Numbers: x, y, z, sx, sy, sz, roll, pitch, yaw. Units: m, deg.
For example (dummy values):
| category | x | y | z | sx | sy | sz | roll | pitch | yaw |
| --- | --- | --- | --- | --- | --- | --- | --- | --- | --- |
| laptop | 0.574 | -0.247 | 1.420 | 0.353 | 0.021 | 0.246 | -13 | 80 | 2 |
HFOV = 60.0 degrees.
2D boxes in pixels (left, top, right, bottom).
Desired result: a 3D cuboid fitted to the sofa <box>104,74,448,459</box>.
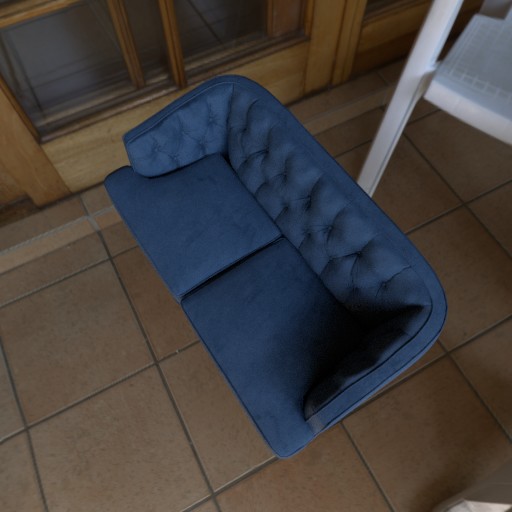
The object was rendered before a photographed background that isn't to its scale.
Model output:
| category | x | y | z | sx | sy | sz | roll | pitch | yaw |
| --- | --- | --- | --- | --- | --- | --- | --- | --- | --- |
| sofa | 0.000 | 0.000 | 2.280 | 0.941 | 0.854 | 1.733 | -31 | 68 | -14 |
